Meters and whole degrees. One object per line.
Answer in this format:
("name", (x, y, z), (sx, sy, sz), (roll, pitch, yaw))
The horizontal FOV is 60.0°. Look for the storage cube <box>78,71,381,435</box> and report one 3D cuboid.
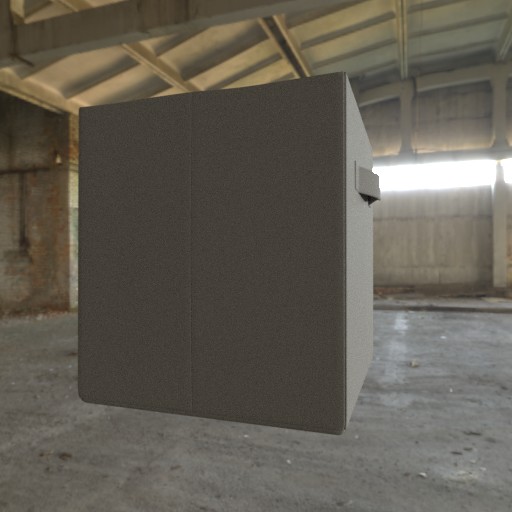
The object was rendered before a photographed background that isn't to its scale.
("storage cube", (0.000, 0.000, 0.499), (0.270, 0.280, 0.270), (0, 0, 19))
